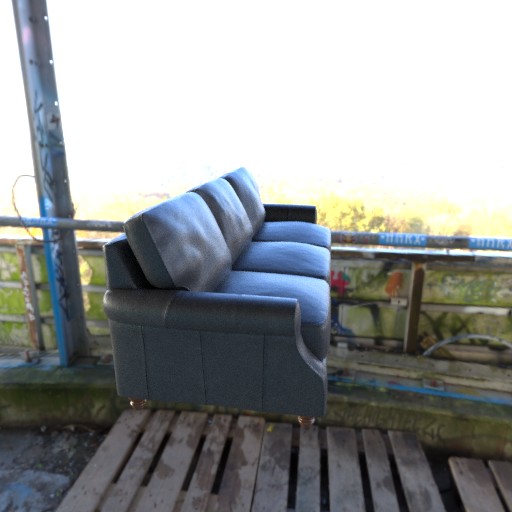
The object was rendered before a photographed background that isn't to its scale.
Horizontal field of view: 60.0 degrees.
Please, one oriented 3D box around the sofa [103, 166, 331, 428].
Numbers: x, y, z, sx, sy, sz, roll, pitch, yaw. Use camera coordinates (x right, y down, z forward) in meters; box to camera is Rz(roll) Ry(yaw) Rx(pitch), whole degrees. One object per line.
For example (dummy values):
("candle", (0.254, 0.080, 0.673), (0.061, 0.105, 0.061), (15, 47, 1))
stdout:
("sofa", (0.000, 0.000, 2.883), (0.974, 0.977, 2.387), (3, 17, 9))
